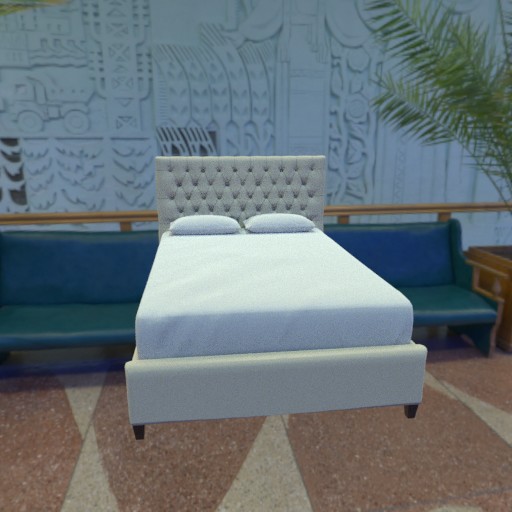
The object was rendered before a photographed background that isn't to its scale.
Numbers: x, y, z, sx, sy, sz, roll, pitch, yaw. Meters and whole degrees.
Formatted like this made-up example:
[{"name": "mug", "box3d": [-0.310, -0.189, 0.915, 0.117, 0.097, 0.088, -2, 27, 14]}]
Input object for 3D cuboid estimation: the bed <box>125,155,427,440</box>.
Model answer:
[{"name": "bed", "box3d": [0.000, 0.000, 3.469, 1.698, 1.427, 2.387, -2, 15, -7]}]
